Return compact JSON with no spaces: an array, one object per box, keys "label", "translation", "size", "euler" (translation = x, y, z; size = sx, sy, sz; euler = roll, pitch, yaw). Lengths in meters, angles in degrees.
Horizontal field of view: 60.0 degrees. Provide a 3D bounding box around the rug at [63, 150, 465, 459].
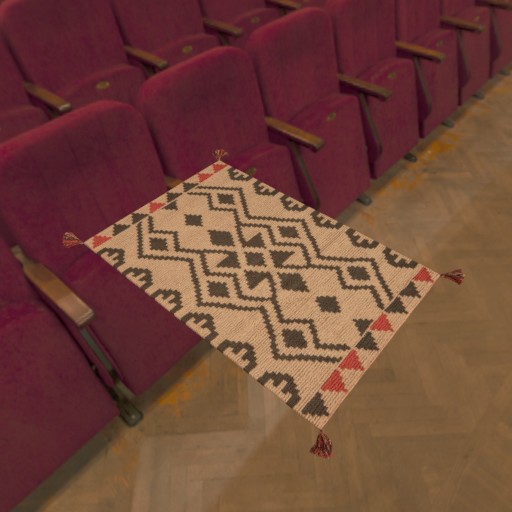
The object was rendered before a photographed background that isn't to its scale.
[{"label":"rug","translation":[0.000,0.000,2.695],"size":[2.069,0.067,1.444],"euler":[32,54,27]}]
